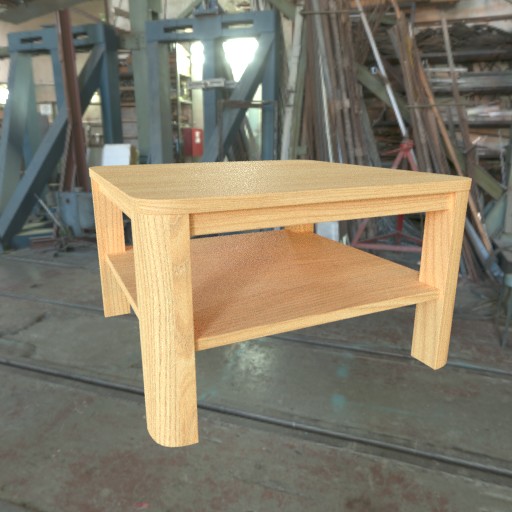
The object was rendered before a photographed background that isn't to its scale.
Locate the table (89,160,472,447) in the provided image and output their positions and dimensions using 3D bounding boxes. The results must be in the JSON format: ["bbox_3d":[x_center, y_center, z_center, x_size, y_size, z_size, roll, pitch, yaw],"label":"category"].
[{"bbox_3d":[0.000,0.000,1.199,0.750,0.450,0.750,-7,17,-25],"label":"table"}]
